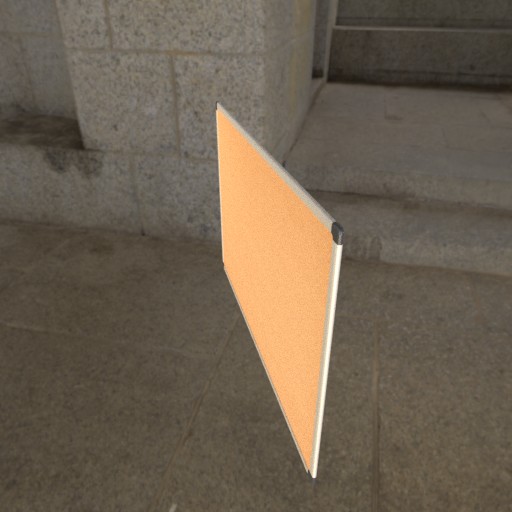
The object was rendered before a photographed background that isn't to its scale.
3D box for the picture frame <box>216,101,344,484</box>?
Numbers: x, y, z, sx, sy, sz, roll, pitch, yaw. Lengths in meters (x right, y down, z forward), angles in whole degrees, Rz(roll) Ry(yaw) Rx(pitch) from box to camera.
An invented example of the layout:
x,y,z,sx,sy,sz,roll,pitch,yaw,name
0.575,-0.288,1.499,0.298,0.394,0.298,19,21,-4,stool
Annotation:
x,y,z,sx,sy,sz,roll,pitch,yaw,name
0.000,0.000,1.146,0.010,0.600,0.900,-8,32,-13,picture frame
